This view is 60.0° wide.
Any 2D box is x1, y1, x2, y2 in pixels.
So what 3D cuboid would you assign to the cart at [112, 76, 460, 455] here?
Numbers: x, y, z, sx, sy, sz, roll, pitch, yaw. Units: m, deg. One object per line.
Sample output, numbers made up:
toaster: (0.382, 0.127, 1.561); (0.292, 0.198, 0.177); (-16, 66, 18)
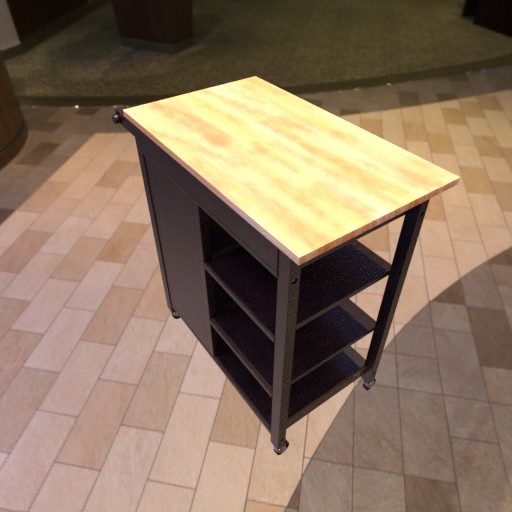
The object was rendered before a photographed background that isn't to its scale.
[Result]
cart: (0.000, 0.000, 1.459); (0.472, 0.878, 0.914); (-25, 47, -26)
